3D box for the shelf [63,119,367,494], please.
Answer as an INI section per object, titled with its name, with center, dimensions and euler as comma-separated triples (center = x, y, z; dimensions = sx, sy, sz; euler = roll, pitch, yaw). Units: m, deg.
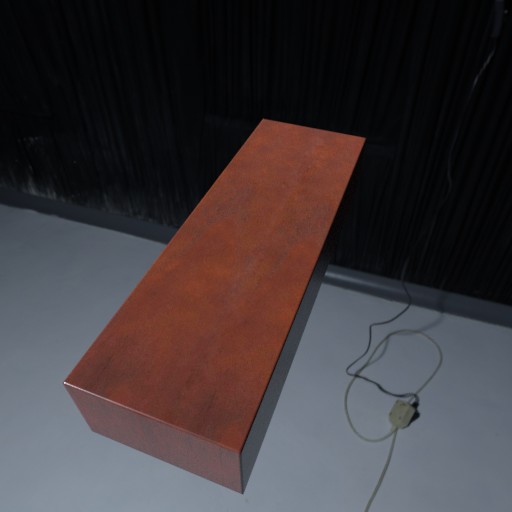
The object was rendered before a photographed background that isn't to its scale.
[shelf]
center = 0.000, 0.000, 0.513
dimensions = 0.152, 0.088, 0.457
euler = 15, 47, 15
